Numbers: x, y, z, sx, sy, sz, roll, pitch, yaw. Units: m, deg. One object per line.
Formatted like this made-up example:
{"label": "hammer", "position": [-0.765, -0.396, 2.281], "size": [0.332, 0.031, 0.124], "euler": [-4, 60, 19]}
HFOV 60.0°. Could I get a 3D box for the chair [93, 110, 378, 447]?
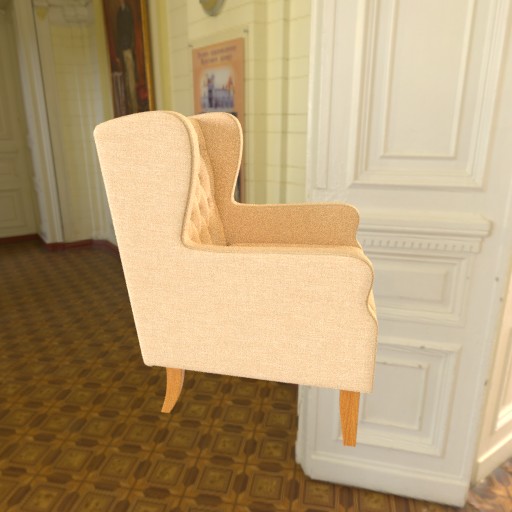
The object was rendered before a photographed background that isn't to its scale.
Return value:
{"label": "chair", "position": [0.000, 0.000, 1.501], "size": [0.760, 0.930, 0.710], "euler": [3, 18, 9]}
